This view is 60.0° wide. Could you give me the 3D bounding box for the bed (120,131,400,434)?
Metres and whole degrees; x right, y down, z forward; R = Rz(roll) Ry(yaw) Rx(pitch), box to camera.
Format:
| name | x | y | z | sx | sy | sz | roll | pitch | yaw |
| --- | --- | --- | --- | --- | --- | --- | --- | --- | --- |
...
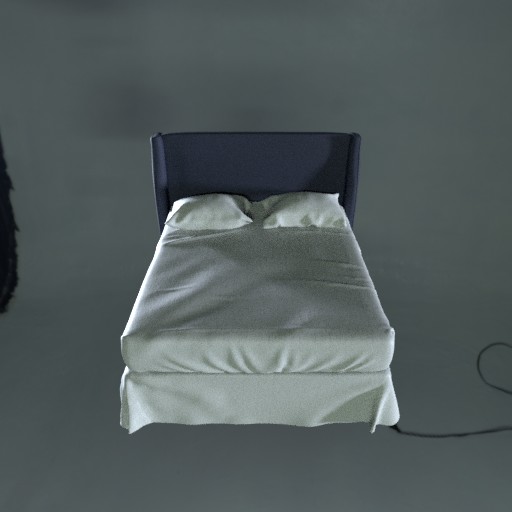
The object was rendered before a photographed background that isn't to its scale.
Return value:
| name | x | y | z | sx | sy | sz | roll | pitch | yaw |
| --- | --- | --- | --- | --- | --- | --- | --- | --- | --- |
| bed | 0.000 | 0.000 | 3.467 | 1.925 | 1.332 | 2.276 | 0 | 31 | 0 |
